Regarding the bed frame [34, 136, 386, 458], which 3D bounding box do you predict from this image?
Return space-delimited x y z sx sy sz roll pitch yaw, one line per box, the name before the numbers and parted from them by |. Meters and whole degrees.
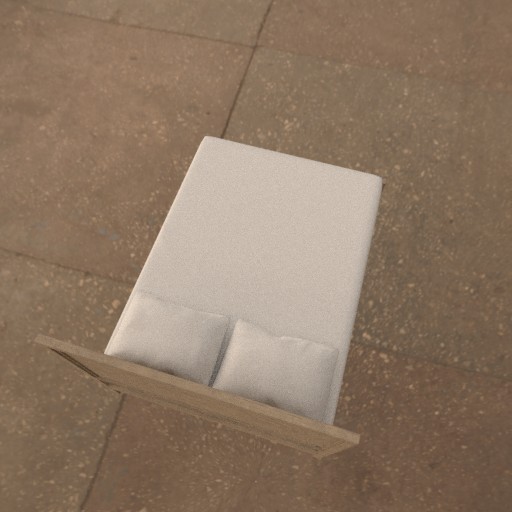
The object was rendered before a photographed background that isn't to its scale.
bed frame | 0.000 0.000 3.144 1.606 1.369 2.189 15 64 8
